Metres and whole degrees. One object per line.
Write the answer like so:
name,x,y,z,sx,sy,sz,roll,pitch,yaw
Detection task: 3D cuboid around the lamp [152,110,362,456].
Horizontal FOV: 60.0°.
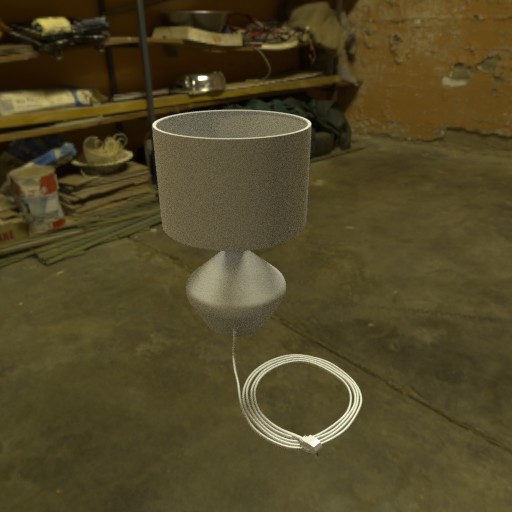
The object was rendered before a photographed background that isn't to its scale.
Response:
lamp,0.000,0.000,0.851,0.401,0.457,0.546,0,27,1
